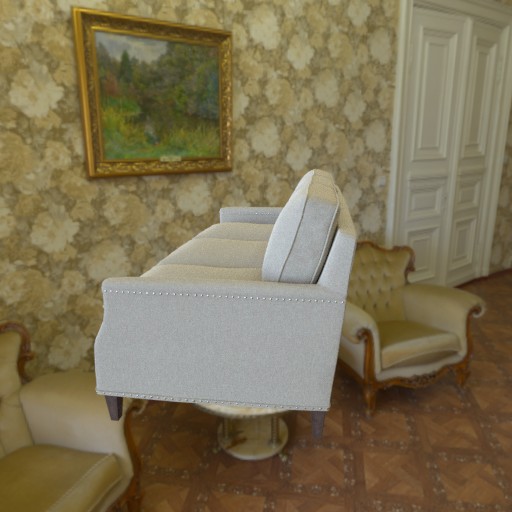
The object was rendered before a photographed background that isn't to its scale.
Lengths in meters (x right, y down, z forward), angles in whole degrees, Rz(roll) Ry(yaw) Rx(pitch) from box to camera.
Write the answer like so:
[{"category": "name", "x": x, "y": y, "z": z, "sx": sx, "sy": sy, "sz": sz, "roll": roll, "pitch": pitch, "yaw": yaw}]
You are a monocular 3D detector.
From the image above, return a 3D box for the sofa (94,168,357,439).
[{"category": "sofa", "x": 0.000, "y": 0.000, "z": 2.799, "sx": 1.084, "sy": 1.003, "sz": 2.246, "roll": 2, "pitch": 14, "yaw": 8}]
